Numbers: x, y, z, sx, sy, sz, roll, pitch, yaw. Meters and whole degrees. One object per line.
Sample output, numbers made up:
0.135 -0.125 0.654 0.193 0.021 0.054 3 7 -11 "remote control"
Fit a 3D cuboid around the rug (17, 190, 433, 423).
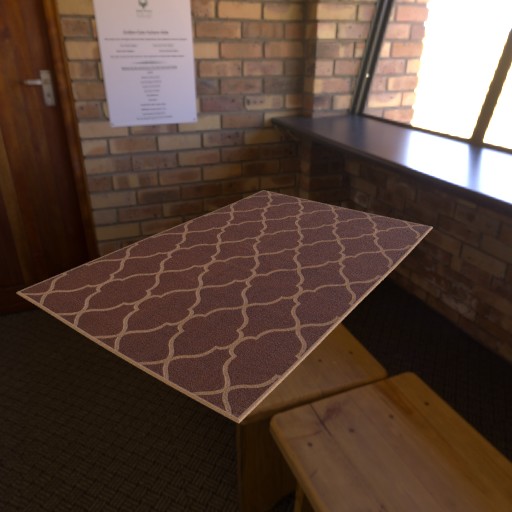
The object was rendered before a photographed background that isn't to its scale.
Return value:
0.000 0.000 2.787 1.526 0.014 2.290 18 31 32 "rug"
